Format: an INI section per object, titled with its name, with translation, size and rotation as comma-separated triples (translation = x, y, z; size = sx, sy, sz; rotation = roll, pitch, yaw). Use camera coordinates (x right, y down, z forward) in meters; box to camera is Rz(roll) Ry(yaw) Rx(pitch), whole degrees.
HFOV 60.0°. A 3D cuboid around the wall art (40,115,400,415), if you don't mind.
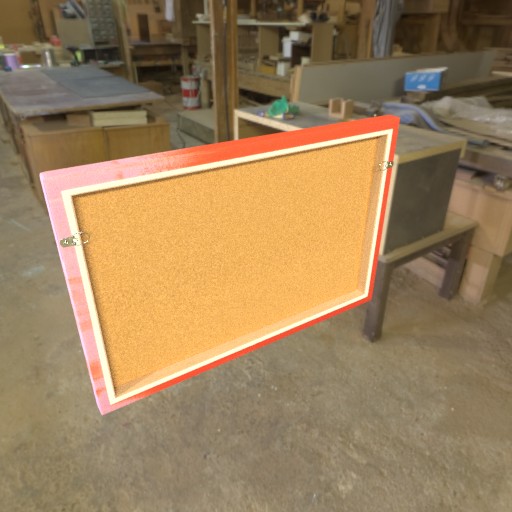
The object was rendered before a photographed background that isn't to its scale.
[wall art]
translation = 0.000, 0.000, 1.156
size = 0.913, 0.609, 0.040
rotation = -17, 34, -28
